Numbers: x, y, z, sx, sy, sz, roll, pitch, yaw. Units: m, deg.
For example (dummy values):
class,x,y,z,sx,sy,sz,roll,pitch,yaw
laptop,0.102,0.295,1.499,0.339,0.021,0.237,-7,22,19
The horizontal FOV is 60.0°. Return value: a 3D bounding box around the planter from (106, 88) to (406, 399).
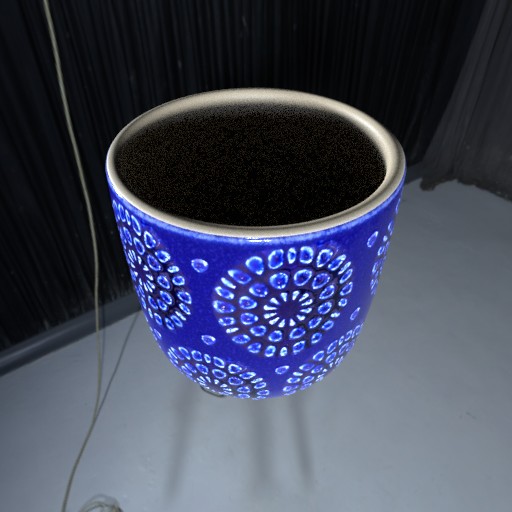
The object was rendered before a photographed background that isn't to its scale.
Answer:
class,x,y,z,sx,sy,sz,roll,pitch,yaw
planter,0.000,0.000,0.200,0.109,0.112,0.109,0,42,0
